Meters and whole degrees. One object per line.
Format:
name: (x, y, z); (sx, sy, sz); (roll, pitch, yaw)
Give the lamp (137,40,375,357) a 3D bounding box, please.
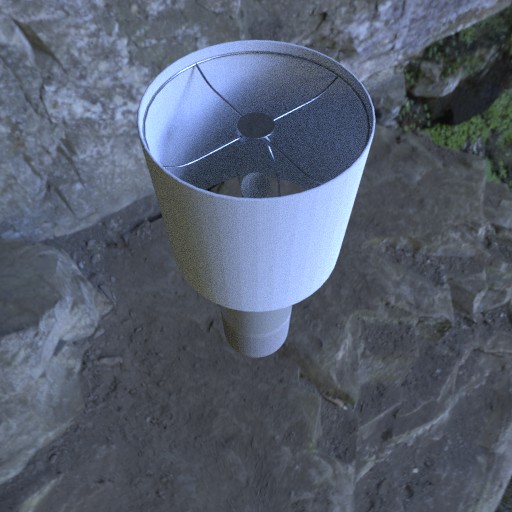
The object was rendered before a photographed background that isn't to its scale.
lamp: (0.000, 0.000, 0.605); (0.212, 0.493, 0.212); (-32, 63, -19)
